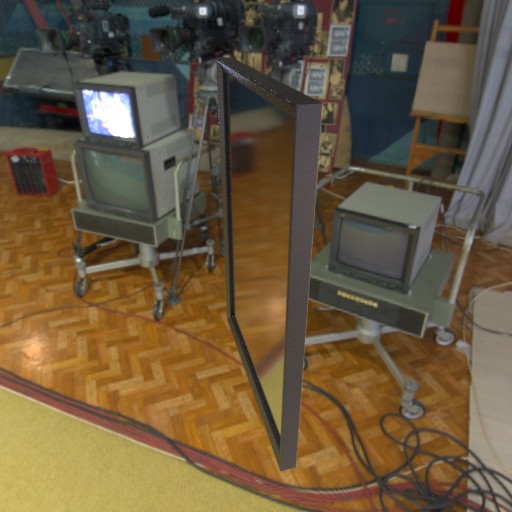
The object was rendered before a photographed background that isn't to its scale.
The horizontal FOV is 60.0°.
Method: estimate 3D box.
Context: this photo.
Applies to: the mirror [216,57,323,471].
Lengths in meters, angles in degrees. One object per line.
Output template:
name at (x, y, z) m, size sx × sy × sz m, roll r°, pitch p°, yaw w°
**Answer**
mirror at (0.000, 0.000, 0.927) m, size 0.039 × 0.710 × 0.507 m, roll -8°, pitch 31°, yaw -13°
